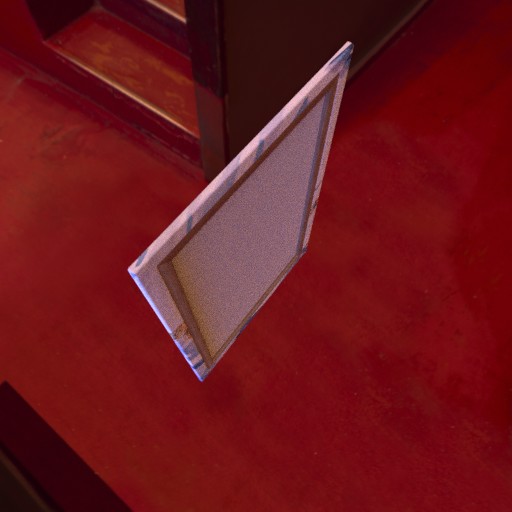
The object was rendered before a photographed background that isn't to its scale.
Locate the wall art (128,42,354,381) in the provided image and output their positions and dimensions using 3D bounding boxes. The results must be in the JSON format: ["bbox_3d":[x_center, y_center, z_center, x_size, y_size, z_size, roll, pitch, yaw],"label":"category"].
[{"bbox_3d":[0.000,0.000,1.167,0.016,0.914,0.610,35,69,15],"label":"wall art"}]
